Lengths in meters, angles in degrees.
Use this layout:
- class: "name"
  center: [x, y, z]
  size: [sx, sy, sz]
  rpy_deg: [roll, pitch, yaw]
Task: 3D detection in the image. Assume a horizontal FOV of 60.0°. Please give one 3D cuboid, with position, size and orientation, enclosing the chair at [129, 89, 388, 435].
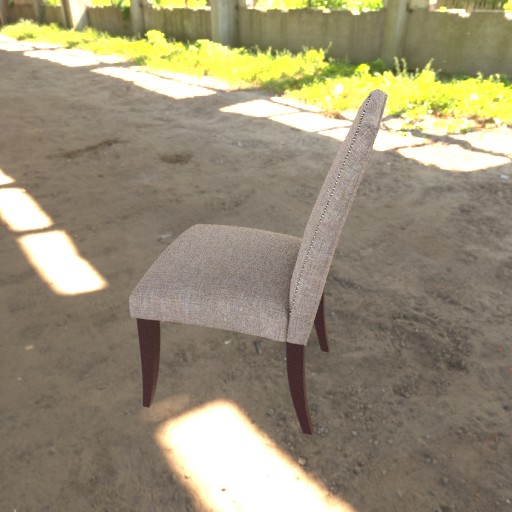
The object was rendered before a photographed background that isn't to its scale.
- class: "chair"
  center: [0.000, 0.000, 1.396]
  size: [0.660, 1.016, 0.513]
  rpy_deg: [8, 31, 14]
